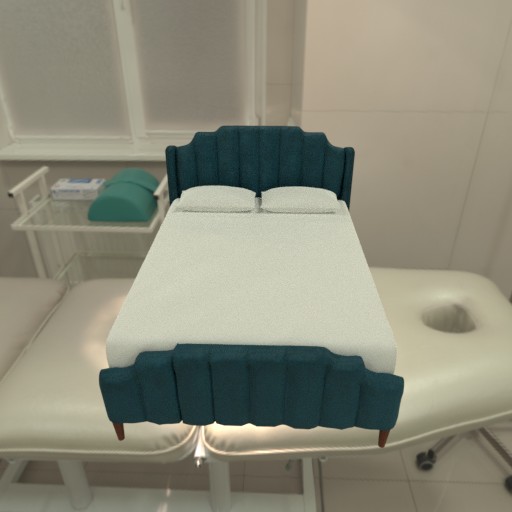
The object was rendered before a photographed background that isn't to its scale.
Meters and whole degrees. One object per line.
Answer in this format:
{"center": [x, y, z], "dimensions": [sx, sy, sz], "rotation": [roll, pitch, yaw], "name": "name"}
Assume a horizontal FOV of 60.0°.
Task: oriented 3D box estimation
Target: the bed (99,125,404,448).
{"center": [0.000, 0.000, 3.266], "dimensions": [1.676, 1.351, 2.322], "rotation": [1, 30, 2], "name": "bed"}
